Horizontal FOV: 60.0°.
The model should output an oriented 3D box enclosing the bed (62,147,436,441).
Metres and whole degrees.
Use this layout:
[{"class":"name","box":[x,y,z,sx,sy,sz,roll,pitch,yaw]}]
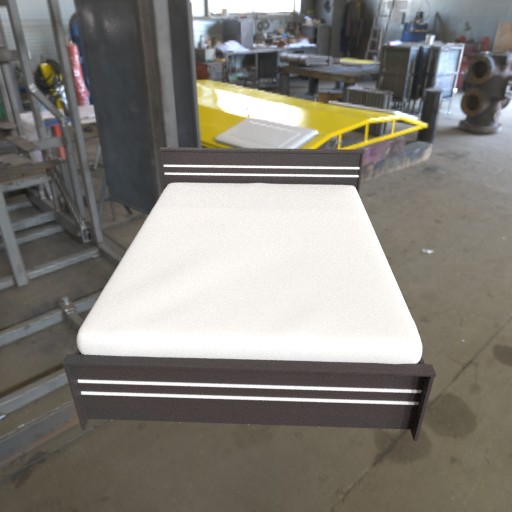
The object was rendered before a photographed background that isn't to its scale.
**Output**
[{"class":"bed","box":[0.000,0.000,2.858,1.634,0.808,2.103,1,29,2]}]
